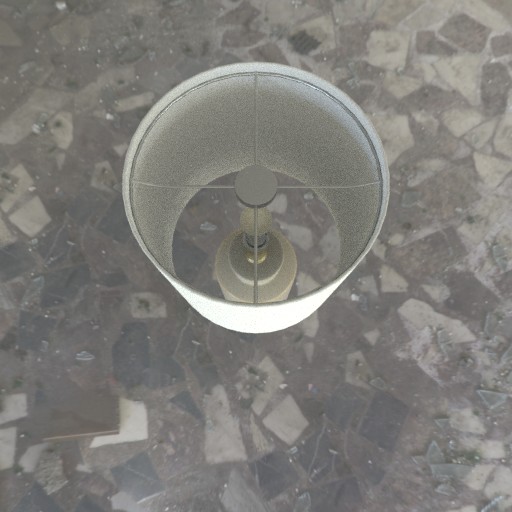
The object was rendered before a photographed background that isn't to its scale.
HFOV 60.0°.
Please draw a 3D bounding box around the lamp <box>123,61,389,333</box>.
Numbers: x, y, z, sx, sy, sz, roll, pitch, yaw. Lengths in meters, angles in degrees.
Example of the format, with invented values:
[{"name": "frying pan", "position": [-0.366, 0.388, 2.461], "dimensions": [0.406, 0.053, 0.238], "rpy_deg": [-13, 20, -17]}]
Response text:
[{"name": "lamp", "position": [0.000, 0.000, 0.589], "dimensions": [0.212, 0.493, 0.212], "rpy_deg": [0, 75, 0]}]
